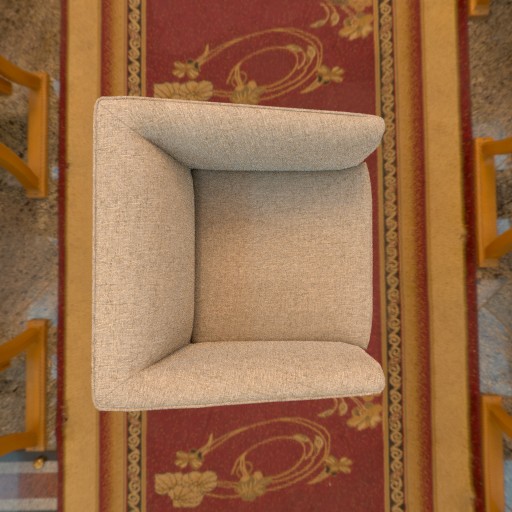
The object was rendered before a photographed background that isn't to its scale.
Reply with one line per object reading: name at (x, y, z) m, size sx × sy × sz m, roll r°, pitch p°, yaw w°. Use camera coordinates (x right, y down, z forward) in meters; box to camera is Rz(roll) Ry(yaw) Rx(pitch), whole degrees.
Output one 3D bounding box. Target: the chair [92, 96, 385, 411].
chair at (0.000, 0.000, 1.226) m, size 0.623 × 0.760 × 0.628 m, roll 0°, pitch 89°, yaw 1°
